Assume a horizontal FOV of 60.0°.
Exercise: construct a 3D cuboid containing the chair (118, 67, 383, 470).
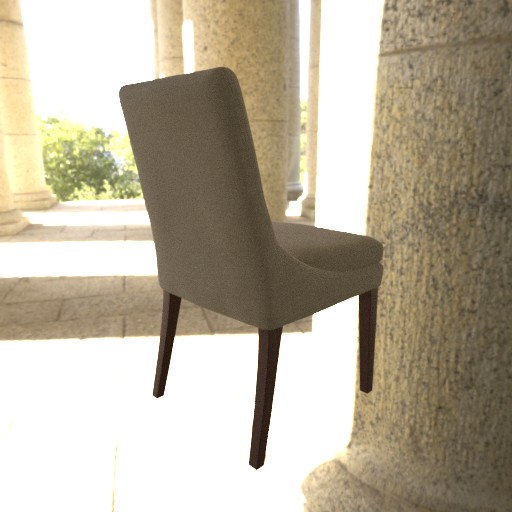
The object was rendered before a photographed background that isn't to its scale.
[{"bbox_3d":[0.000,0.000,1.311,0.638,0.940,0.515,-13,19,-43],"label":"chair"}]
